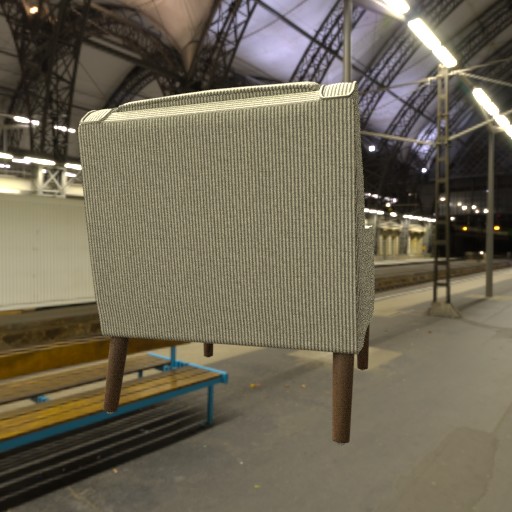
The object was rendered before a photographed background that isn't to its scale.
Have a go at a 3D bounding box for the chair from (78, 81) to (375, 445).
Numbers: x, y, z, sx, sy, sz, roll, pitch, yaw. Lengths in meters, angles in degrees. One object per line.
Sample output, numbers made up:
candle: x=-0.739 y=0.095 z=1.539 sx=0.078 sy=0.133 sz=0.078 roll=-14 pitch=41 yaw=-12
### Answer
chair: x=0.000 y=0.000 z=1.306 sx=0.663 sy=0.792 sz=0.743 roll=0 pitch=1 yaw=18
